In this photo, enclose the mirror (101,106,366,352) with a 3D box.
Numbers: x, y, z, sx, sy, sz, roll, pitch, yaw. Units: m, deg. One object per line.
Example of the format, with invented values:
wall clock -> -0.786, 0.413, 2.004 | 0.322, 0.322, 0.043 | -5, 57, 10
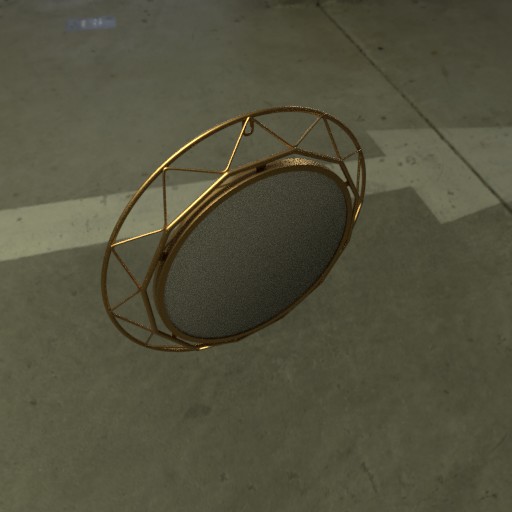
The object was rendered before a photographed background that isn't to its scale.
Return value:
mirror -> 0.000, 0.000, 0.672 | 0.454, 0.454, 0.043 | -24, 52, -21
